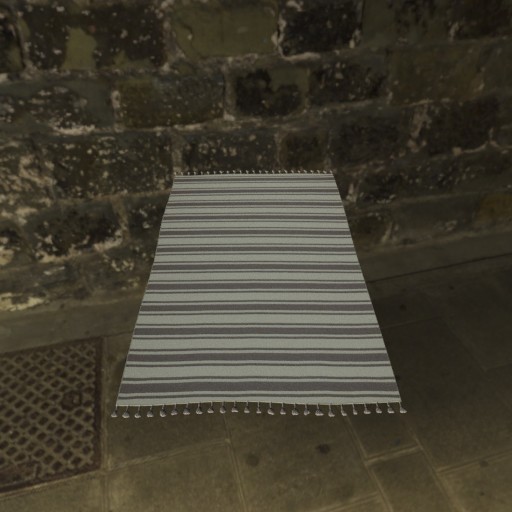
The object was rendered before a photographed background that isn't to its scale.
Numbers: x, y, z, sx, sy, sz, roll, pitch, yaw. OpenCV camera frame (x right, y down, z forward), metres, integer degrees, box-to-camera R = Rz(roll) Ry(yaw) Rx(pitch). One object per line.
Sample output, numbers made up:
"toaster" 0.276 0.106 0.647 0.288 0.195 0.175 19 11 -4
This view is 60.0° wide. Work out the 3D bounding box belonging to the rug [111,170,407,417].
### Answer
"rug" 0.000 0.000 2.642 1.229 0.011 2.096 -1 39 -1
